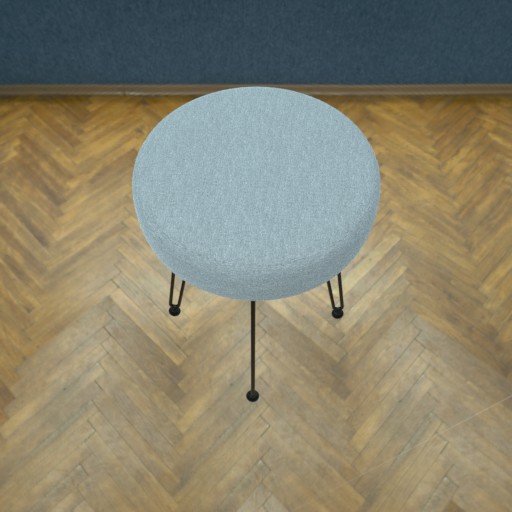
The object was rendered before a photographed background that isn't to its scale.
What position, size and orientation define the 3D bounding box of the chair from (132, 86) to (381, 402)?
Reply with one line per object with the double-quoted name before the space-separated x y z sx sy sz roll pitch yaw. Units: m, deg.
"chair" 0.000 0.000 0.703 0.350 0.440 0.350 1 58 0
